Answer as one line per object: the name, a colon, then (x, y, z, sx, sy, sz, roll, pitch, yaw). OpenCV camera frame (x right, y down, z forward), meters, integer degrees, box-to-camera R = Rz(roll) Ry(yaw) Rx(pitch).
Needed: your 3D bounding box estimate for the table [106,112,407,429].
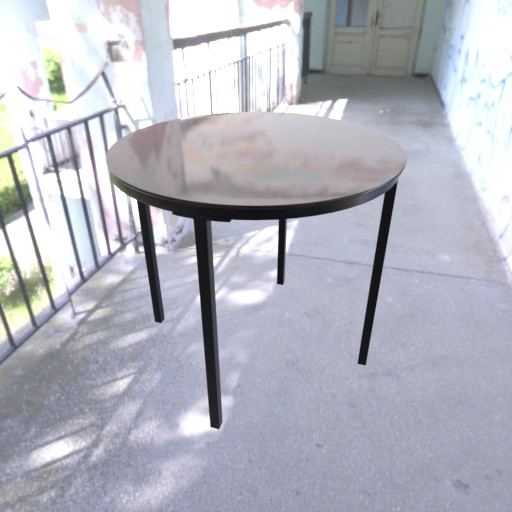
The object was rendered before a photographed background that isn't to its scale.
table: (0.000, 0.000, 0.878, 0.499, 0.443, 0.499, 0, 31, 0)
